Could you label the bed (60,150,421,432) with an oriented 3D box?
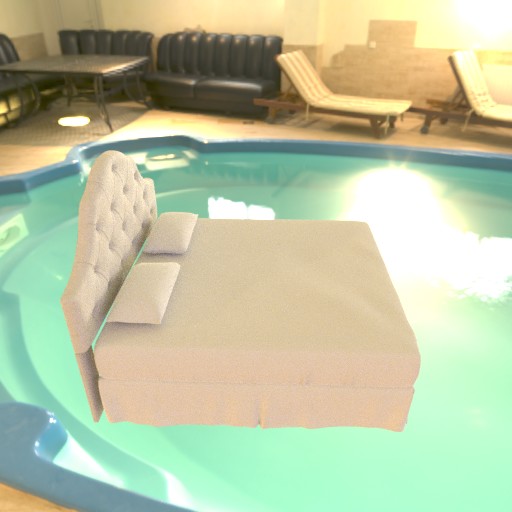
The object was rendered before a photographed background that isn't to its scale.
[{"bbox_3d":[0.000,0.000,3.507,2.214,1.615,2.008,1,31,2],"label":"bed"}]
